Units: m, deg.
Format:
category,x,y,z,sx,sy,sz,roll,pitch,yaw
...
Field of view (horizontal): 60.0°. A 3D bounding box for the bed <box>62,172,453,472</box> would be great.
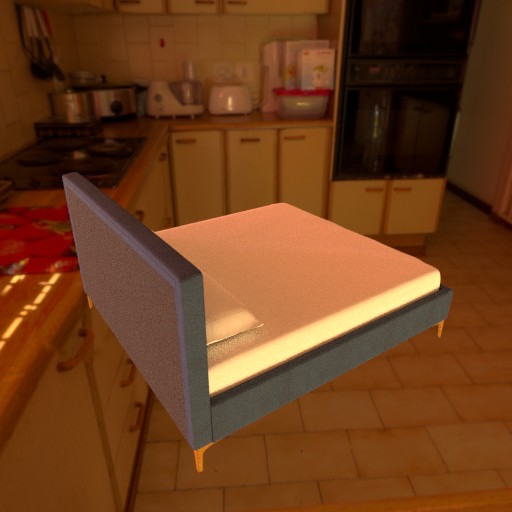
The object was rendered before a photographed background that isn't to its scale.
category,x,y,z,sx,sy,sz,roll,pitch,yaw
bed,0.000,0.000,3.497,2.232,1.231,2.096,-17,30,-31
